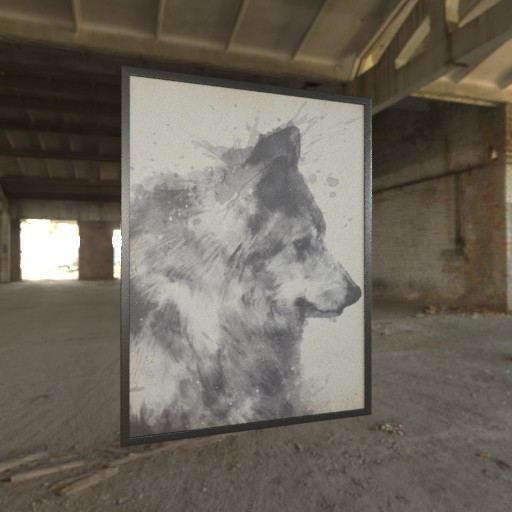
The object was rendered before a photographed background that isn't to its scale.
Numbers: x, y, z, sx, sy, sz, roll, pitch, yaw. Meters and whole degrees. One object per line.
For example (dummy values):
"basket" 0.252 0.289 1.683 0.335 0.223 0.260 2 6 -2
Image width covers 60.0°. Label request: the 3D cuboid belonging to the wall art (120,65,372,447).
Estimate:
"wall art" 0.000 0.000 1.376 0.804 1.061 0.039 0 0 -19
